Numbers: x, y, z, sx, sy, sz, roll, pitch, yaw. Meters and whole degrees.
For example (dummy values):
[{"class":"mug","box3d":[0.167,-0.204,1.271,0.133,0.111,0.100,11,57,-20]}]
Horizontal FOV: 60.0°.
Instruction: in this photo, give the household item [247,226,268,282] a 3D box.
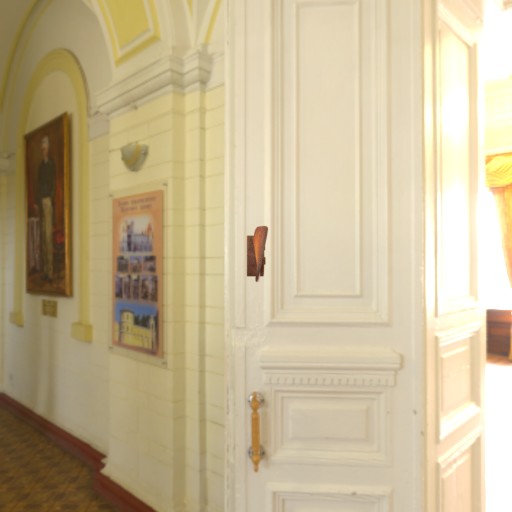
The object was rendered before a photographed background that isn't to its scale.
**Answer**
[{"class":"household item","box3d":[0.000,0.000,1.232,0.051,0.121,1.181,0,0,-1]}]
